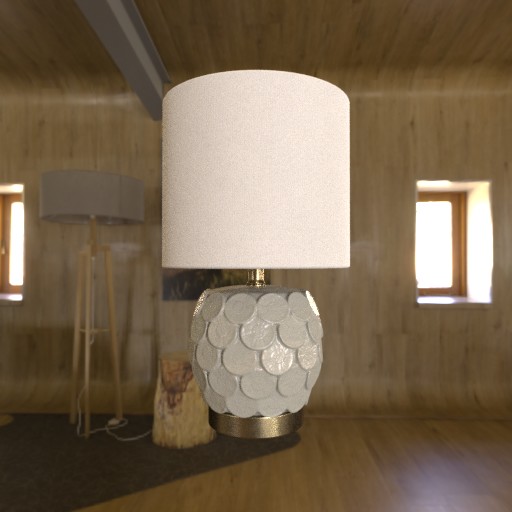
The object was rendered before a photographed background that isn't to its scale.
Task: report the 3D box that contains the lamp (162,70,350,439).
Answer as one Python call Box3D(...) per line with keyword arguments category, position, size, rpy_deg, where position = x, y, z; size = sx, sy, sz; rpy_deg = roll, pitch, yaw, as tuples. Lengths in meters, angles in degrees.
Box3D(category="lamp", position=(0.000, 0.000, 0.613), size=(0.254, 0.452, 0.254), rpy_deg=(0, -1, 0))
